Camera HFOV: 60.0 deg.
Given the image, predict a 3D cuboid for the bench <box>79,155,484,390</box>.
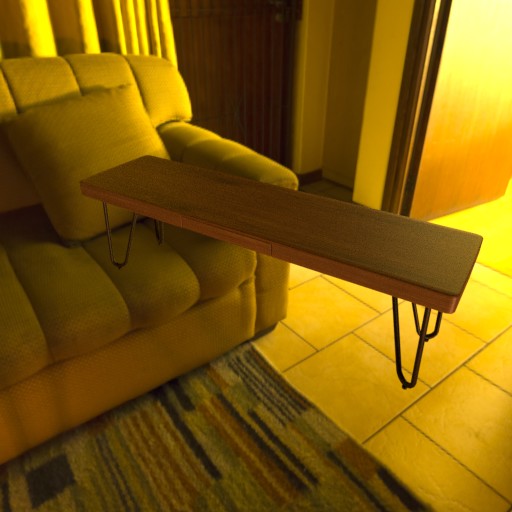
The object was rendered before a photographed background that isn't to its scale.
[{"bbox_3d":[0.000,0.000,1.827,1.570,0.462,0.425,18,36,27],"label":"bench"}]
